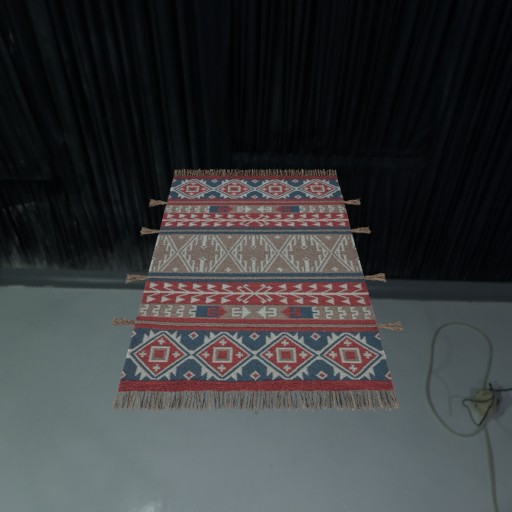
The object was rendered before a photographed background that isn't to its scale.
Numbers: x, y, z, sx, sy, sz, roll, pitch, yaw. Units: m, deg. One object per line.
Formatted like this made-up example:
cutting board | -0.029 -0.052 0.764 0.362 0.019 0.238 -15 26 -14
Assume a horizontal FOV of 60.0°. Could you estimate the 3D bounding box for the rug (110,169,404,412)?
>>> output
rug | 0.000 0.000 2.641 1.469 0.040 2.025 0 41 0
